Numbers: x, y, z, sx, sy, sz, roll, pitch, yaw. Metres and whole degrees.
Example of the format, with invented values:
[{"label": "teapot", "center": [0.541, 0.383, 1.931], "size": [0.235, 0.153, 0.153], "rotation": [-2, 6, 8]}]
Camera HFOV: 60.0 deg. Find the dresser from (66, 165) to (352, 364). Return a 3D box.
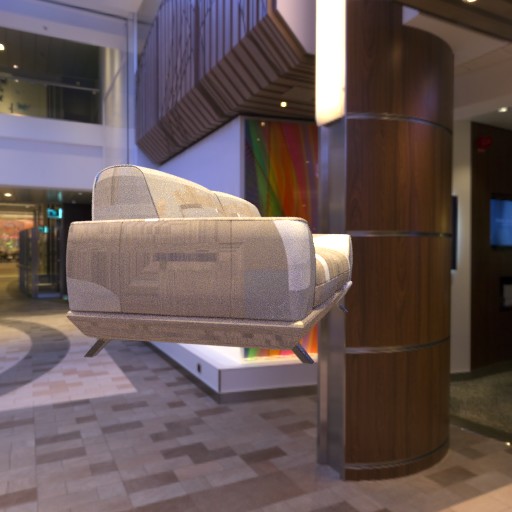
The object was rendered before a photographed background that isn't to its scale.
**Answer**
[{"label": "dresser", "center": [0.000, 0.000, 5.890], "size": [2.251, 1.863, 4.679], "rotation": [0, 1, 17]}]
